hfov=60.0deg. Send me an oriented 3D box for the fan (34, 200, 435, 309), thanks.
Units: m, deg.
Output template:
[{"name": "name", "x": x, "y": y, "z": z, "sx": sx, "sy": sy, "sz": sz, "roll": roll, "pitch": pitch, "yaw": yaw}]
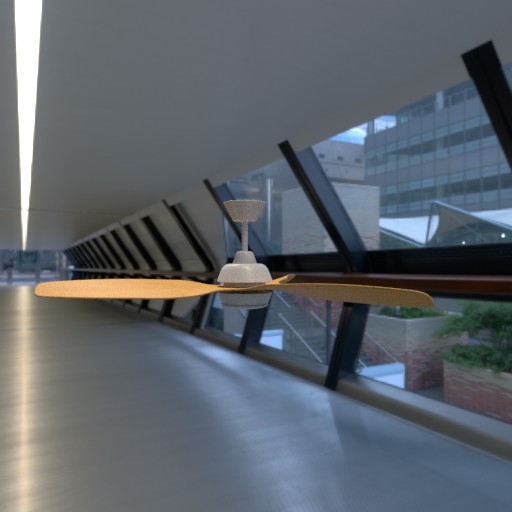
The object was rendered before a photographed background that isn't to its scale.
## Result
[{"name": "fan", "x": 0.000, "y": 0.000, "z": 1.637, "sx": 1.142, "sy": 0.355, "sz": 1.010, "roll": 0, "pitch": -1, "yaw": 17}]
